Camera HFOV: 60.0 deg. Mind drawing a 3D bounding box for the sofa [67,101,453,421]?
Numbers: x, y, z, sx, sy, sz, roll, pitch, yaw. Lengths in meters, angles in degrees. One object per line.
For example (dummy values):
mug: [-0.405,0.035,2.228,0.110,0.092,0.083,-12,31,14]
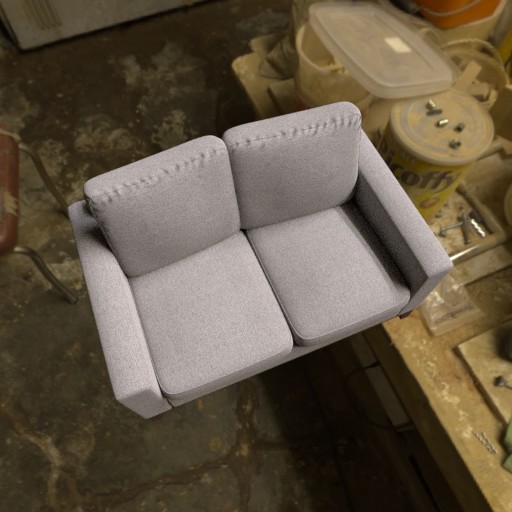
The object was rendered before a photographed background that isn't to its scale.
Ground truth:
sofa: [0.000,0.000,1.996,1.420,0.873,0.917,-20,64,-10]
